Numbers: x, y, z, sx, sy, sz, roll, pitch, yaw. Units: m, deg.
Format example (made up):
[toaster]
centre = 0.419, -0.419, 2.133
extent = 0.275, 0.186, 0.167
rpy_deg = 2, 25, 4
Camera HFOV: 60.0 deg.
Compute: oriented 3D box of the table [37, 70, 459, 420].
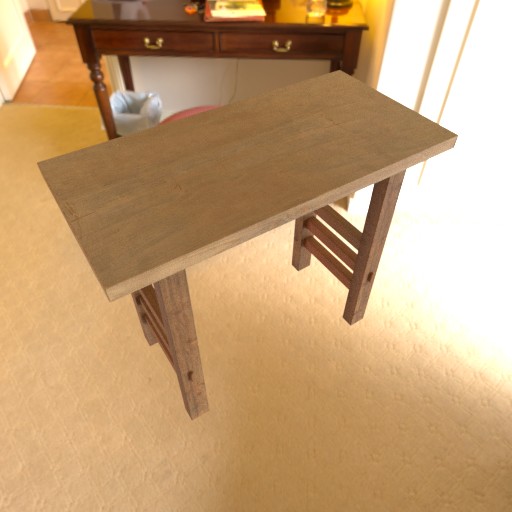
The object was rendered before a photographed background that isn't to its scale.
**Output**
[table]
centre = 0.000, 0.000, 1.633
extent = 1.119, 0.914, 0.556
rpy_deg = -25, 51, -22
